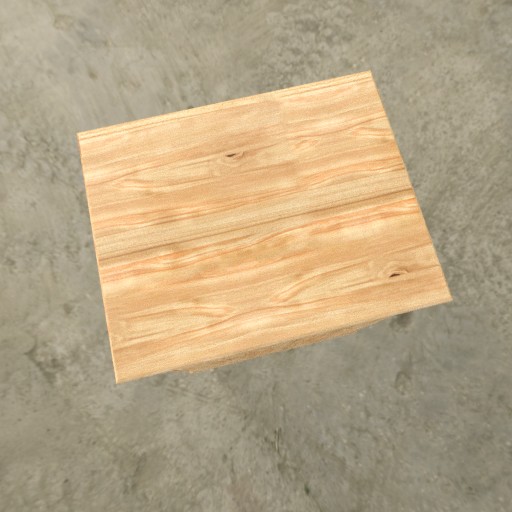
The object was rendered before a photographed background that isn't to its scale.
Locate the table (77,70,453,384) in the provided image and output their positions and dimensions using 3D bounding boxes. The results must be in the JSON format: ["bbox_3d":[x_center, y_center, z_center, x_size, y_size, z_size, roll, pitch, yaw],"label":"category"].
[{"bbox_3d":[0.000,0.000,0.892,0.530,0.515,0.380,-13,76,-3],"label":"table"}]
